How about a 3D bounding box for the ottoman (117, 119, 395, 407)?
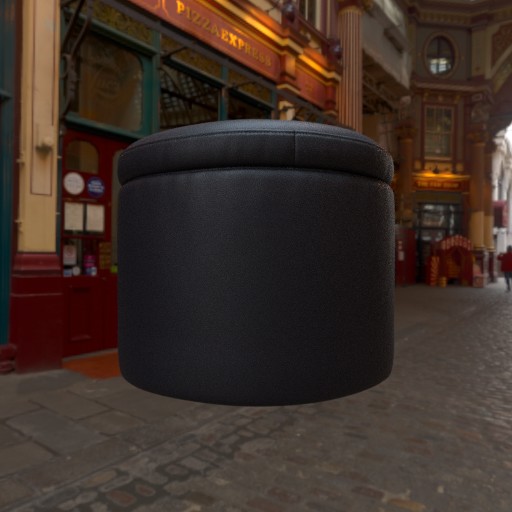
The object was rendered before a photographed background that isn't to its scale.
[{"bbox_3d":[0.000,0.000,0.840,0.501,0.409,0.501,0,0,0],"label":"ottoman"}]
